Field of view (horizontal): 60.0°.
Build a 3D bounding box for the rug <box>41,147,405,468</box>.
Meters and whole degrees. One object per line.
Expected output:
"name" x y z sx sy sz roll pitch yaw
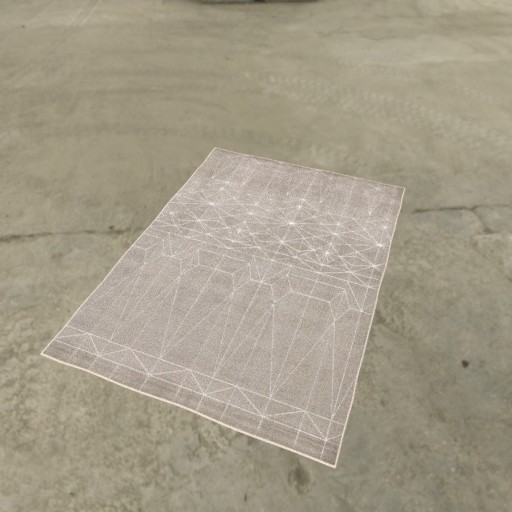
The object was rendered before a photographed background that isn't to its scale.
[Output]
"rug" 0.000 0.000 4.370 2.449 0.019 3.357 15 47 15
